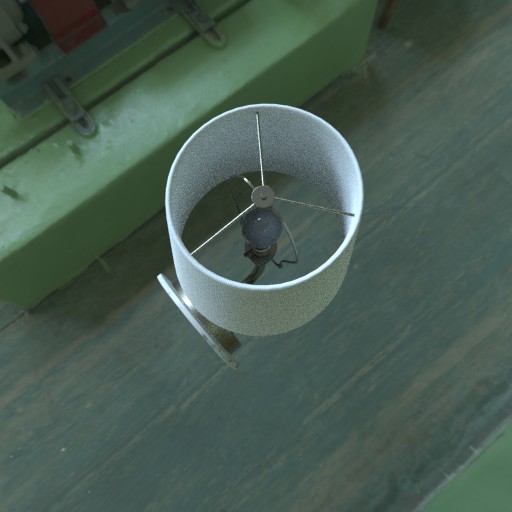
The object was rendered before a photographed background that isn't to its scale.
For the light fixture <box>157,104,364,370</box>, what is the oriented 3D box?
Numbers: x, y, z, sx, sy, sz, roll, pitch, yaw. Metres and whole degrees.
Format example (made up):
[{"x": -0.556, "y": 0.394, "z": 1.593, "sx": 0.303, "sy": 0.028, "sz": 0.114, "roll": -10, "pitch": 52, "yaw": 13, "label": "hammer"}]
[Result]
[{"x": 0.000, "y": 0.000, "z": 0.447, "sx": 0.188, "sy": 0.337, "sz": 0.168, "roll": -40, "pitch": 81, "yaw": -8, "label": "light fixture"}]
